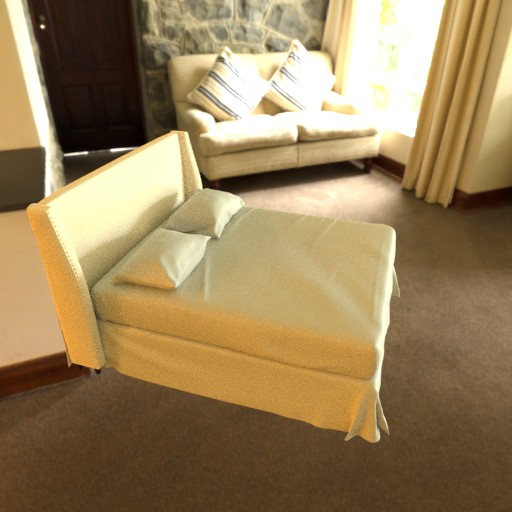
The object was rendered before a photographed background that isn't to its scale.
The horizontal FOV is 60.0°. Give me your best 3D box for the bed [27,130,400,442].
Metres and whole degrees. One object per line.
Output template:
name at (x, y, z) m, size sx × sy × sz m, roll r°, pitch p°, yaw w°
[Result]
bed at (0.000, 0.000, 3.416) m, size 2.276 × 1.332 × 1.925 m, roll 9°, pitch 31°, yaw 16°
